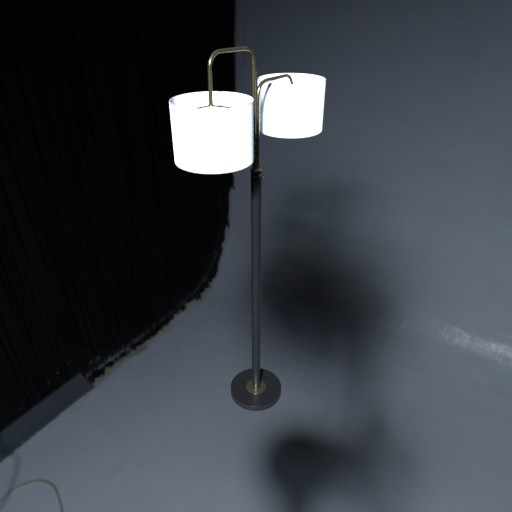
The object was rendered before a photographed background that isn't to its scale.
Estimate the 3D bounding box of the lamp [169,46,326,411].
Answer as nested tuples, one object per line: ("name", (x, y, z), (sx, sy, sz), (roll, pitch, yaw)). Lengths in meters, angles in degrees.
("lamp", (0.000, 0.000, 1.833), (0.254, 1.587, 0.711), (20, 36, 30))
